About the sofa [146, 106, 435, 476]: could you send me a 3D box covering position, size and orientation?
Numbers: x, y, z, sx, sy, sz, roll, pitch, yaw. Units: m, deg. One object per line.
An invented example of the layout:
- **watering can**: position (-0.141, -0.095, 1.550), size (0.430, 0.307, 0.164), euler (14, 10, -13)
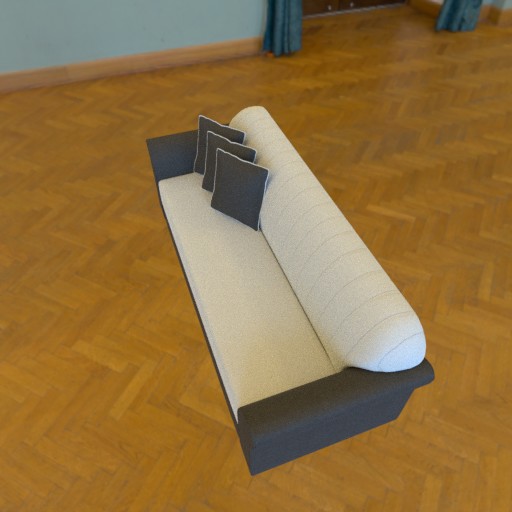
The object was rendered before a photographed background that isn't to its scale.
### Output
- **sofa**: position (0.000, 0.000, 2.403), size (0.755, 0.787, 2.001), euler (-15, 50, -13)
